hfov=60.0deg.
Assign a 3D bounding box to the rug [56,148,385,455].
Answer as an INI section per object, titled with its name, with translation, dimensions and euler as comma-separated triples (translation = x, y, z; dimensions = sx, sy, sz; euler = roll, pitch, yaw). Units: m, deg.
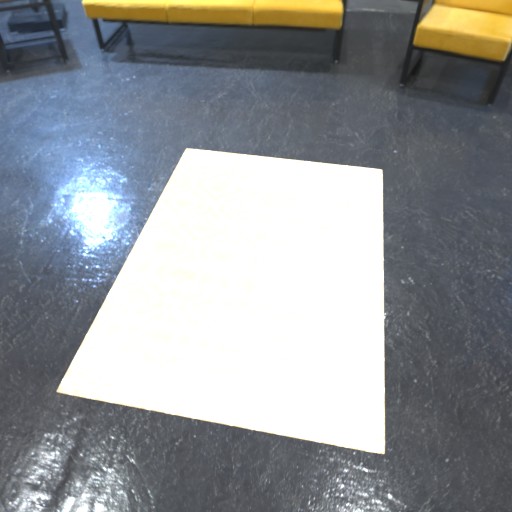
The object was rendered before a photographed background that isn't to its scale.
[rug]
translation = 0.000, 0.000, 4.318
dimensions = 2.438, 0.010, 3.353
euler = 8, 47, 7
